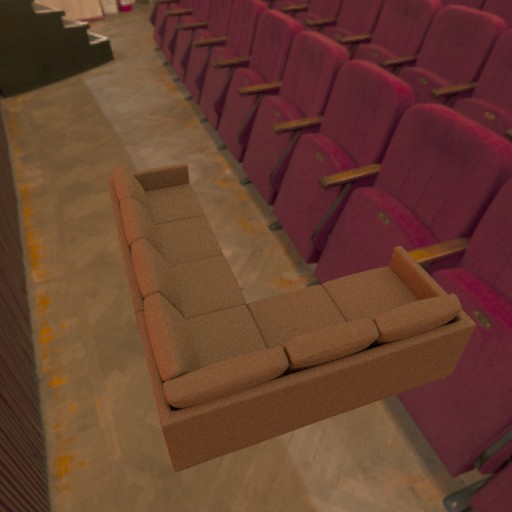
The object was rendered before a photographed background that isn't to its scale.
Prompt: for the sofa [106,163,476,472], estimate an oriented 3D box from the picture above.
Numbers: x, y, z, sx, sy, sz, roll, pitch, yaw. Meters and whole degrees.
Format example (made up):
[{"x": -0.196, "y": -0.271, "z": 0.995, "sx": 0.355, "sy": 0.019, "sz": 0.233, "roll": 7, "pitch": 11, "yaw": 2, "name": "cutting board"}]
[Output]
[{"x": 0.000, "y": 0.000, "z": 4.327, "sx": 2.432, "sy": 0.871, "sz": 3.182, "roll": -14, "pitch": 43, "yaw": -15, "name": "sofa"}]
